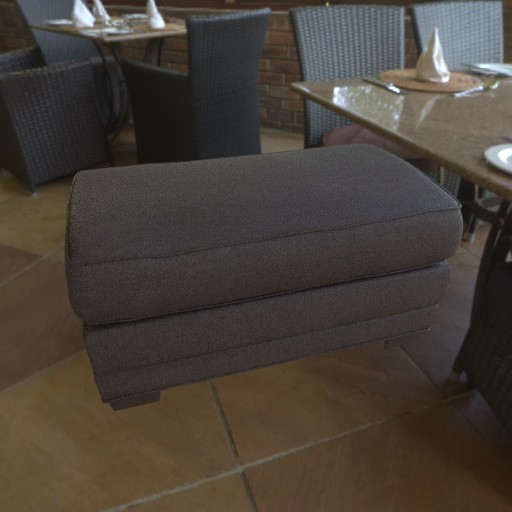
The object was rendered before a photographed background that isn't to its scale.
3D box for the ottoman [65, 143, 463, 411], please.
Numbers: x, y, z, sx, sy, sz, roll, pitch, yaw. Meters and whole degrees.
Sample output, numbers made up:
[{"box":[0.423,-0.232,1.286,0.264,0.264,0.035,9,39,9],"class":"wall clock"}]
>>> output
[{"box":[0.000,0.000,1.159,0.864,0.448,0.490,-9,34,-14],"class":"ottoman"}]
